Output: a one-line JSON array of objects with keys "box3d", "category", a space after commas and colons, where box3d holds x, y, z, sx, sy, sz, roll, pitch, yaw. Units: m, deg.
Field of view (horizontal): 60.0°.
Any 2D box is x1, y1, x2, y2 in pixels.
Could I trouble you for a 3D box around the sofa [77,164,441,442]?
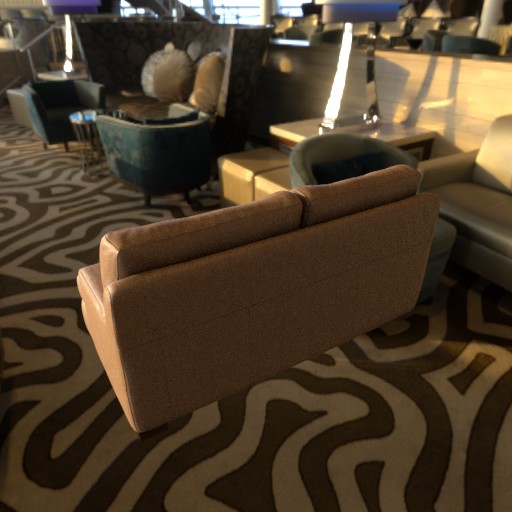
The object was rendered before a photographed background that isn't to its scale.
[{"box3d": [0.000, 0.000, 2.514, 1.855, 0.980, 0.962, -17, 33, -27], "category": "sofa"}]
